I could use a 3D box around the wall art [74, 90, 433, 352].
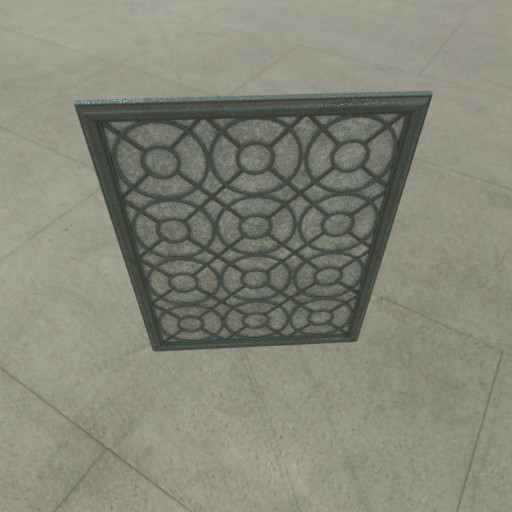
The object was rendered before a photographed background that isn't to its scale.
[{"bbox_3d":[0.000,0.000,1.305,0.767,0.983,0.030,-2,47,-2],"label":"wall art"}]
